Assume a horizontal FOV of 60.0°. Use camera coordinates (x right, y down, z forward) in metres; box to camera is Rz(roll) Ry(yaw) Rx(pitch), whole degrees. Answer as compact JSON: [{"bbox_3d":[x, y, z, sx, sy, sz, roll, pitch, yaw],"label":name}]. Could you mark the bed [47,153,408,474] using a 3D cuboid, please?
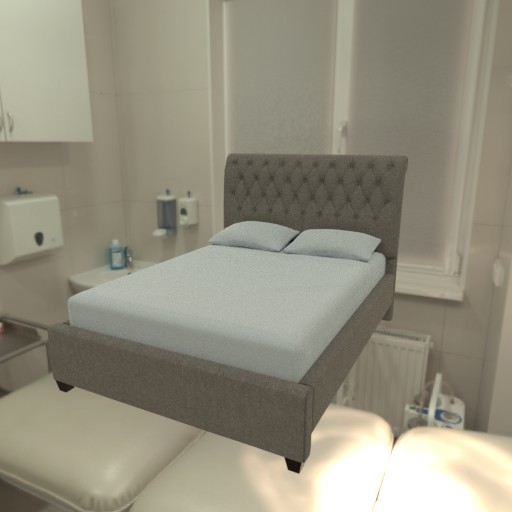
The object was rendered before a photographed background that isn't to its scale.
[{"bbox_3d":[0.000,0.000,3.157,1.645,1.371,2.252,7,16,26],"label":"bed"}]
